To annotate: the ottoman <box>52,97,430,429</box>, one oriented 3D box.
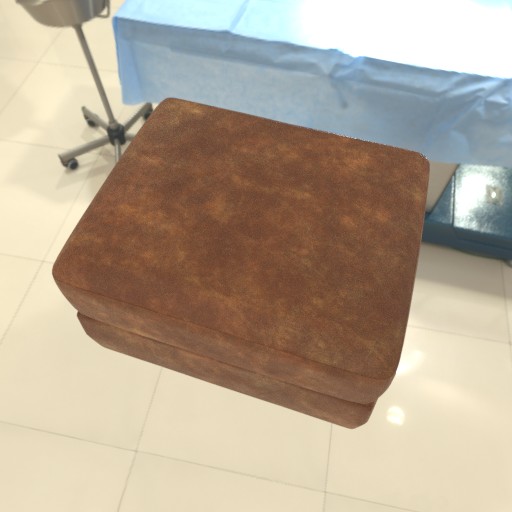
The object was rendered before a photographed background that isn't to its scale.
[{"bbox_3d":[0.000,0.000,1.137,0.751,0.476,0.603,15,60,9],"label":"ottoman"}]
